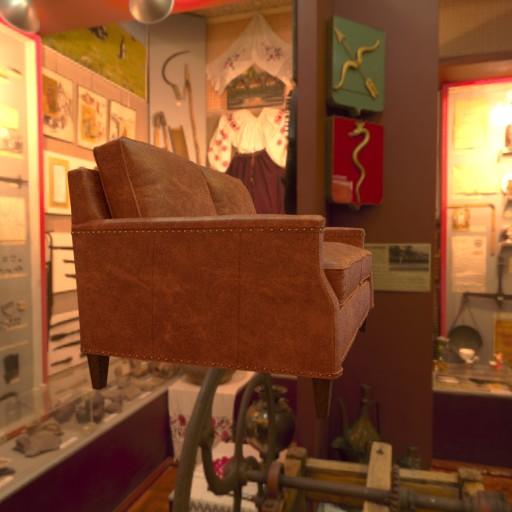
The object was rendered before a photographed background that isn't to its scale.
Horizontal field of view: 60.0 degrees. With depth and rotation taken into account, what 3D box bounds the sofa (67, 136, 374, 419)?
[{"bbox_3d":[0.000,0.000,2.277,1.084,1.003,1.597,1,2,19],"label":"sofa"}]
